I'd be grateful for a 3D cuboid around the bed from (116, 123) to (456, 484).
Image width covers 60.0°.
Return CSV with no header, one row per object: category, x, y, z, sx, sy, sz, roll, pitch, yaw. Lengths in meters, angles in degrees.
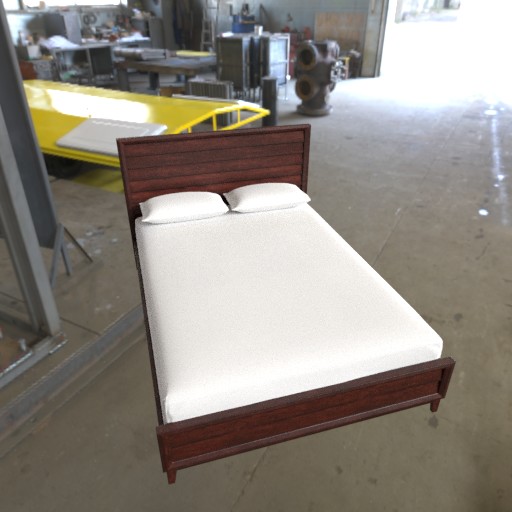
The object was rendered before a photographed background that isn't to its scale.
bed,0.000,0.000,3.839,2.040,1.492,2.803,-9,31,-15
